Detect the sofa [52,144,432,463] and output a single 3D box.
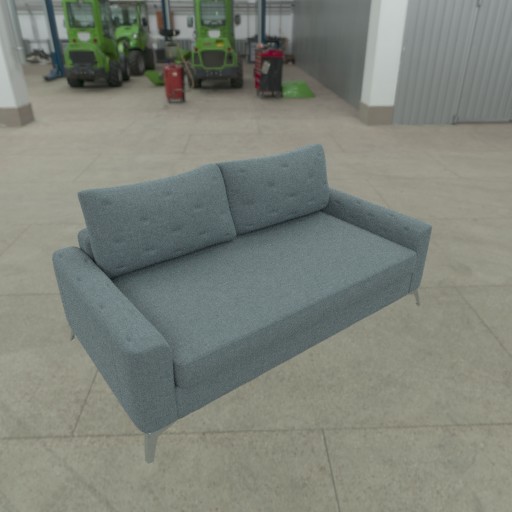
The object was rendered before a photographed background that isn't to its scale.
[{"bbox_3d":[0.000,0.000,2.137,1.650,0.790,0.920,-20,34,-33],"label":"sofa"}]
